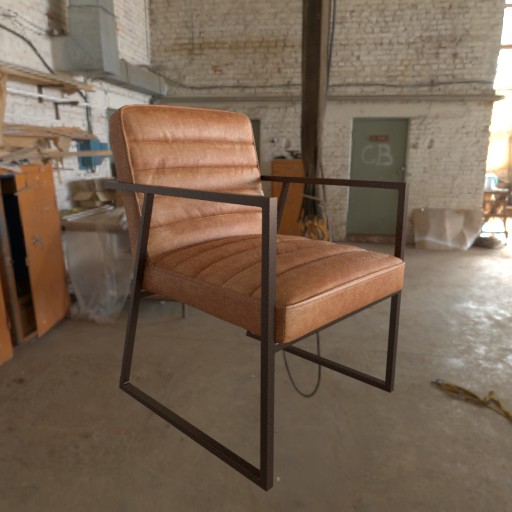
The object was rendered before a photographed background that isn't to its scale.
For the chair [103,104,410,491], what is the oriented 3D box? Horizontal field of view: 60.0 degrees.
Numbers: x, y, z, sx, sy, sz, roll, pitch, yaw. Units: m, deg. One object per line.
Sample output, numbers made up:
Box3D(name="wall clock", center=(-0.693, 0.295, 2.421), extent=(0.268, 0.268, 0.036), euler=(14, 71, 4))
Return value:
Box3D(name="chair", center=(0.000, 0.000, 1.250), extent=(0.677, 0.832, 0.571), euler=(13, 18, 43))
